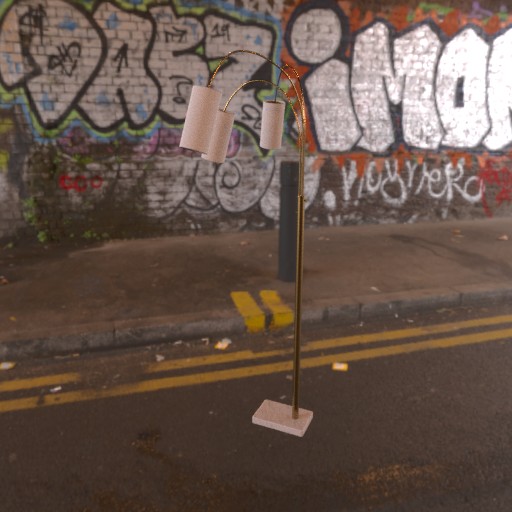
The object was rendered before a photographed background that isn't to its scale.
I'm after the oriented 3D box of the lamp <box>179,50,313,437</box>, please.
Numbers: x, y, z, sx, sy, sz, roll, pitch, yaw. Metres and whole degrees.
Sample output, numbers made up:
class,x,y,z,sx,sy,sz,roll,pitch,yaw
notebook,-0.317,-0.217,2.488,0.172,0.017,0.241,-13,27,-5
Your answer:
class,x,y,z,sx,sy,sz,roll,pitch,yaw
lamp,0.000,0.000,2.502,0.667,2.055,1.020,7,17,24
